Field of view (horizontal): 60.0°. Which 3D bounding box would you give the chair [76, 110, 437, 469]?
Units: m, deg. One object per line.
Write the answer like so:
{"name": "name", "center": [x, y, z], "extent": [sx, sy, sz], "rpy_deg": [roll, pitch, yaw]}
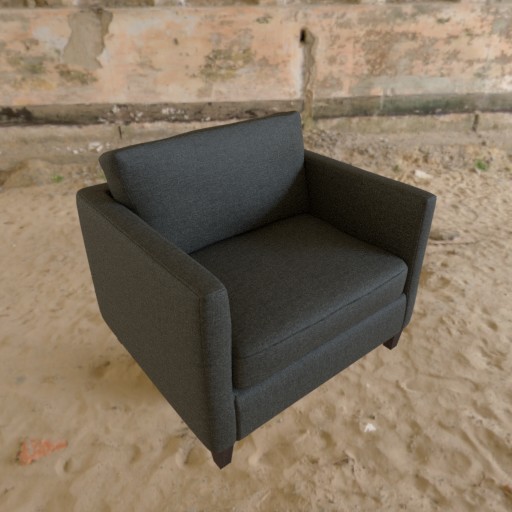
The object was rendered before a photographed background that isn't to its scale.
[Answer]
{"name": "chair", "center": [0.000, 0.000, 1.835], "extent": [1.107, 0.963, 0.959], "rpy_deg": [-22, 37, -32]}
